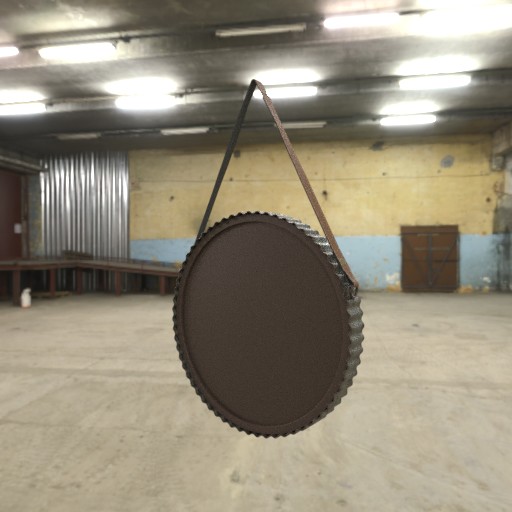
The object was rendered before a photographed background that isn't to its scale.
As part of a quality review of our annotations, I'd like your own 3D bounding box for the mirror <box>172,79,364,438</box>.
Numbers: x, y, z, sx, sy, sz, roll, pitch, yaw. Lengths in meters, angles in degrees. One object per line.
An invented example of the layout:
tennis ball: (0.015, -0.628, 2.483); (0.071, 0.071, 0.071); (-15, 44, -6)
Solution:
mirror: (0.000, 0.000, 0.717); (0.355, 0.568, 0.042); (0, 1, 37)
